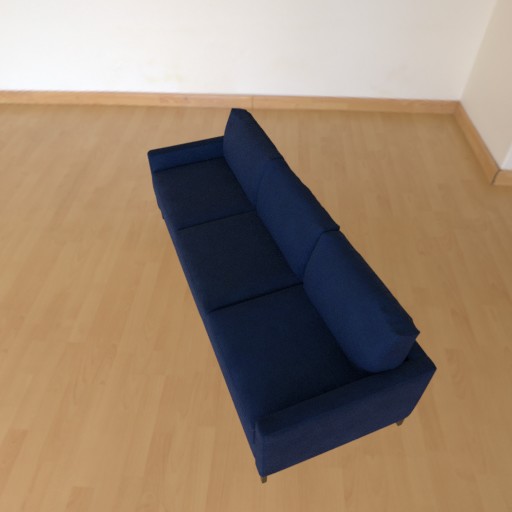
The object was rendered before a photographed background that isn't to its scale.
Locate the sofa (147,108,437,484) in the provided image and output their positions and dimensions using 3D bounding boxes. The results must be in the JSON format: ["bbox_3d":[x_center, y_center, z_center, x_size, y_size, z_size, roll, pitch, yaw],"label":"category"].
[{"bbox_3d":[0.000,0.000,2.703,0.875,0.879,2.252,-16,48,-15],"label":"sofa"}]
